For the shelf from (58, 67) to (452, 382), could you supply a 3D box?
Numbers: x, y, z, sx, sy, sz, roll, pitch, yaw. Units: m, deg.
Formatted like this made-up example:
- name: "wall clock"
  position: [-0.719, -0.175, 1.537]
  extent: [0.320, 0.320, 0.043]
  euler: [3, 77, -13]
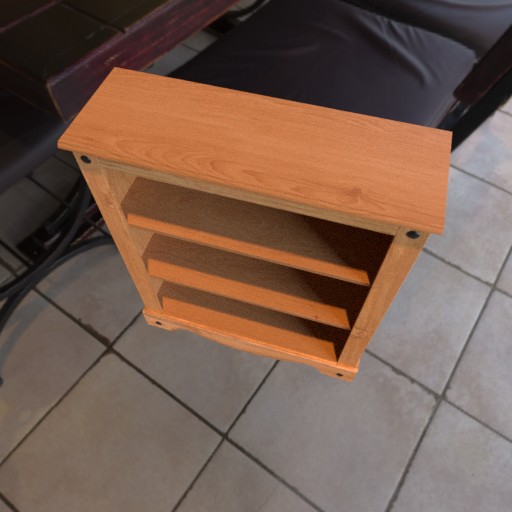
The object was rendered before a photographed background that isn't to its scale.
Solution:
- name: "shelf"
  position: [0.000, 0.000, 1.405]
  extent: [0.840, 0.980, 0.291]
  euler: [14, 58, 9]
